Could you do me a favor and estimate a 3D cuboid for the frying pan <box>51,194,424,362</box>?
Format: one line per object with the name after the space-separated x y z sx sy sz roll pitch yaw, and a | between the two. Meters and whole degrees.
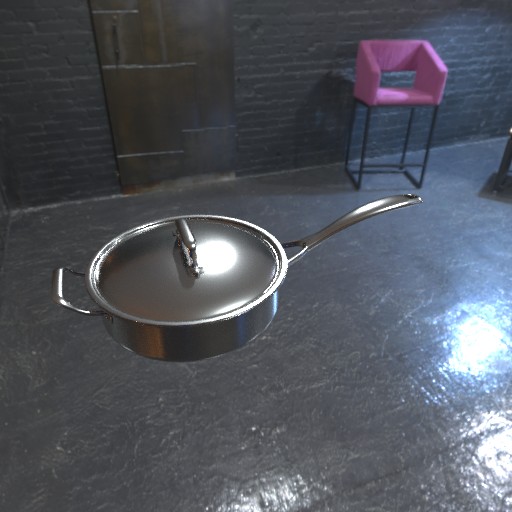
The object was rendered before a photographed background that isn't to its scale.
0.000 0.000 0.581 0.492 0.111 0.245 -11 34 -16 | frying pan
